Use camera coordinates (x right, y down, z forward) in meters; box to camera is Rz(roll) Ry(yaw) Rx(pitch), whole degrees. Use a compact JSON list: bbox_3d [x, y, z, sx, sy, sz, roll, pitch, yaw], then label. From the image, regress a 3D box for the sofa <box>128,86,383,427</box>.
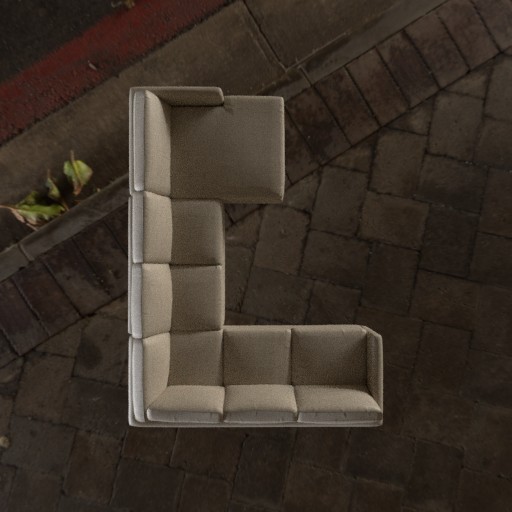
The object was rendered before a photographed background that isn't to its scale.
[{"bbox_3d":[0.000,0.000,4.723,2.594,0.961,3.460,0,90,0],"label":"sofa"}]
